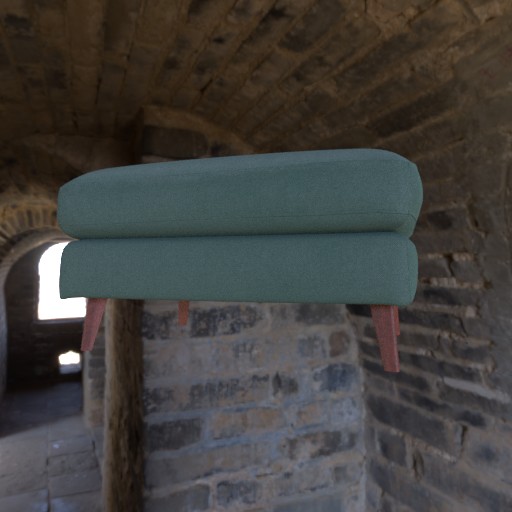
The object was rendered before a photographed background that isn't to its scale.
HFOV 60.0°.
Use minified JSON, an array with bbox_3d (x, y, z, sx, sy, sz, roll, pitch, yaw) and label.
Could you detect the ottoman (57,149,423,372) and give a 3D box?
[{"bbox_3d":[0.000,0.000,1.169,0.811,0.449,0.608,-1,-2,18],"label":"ottoman"}]
